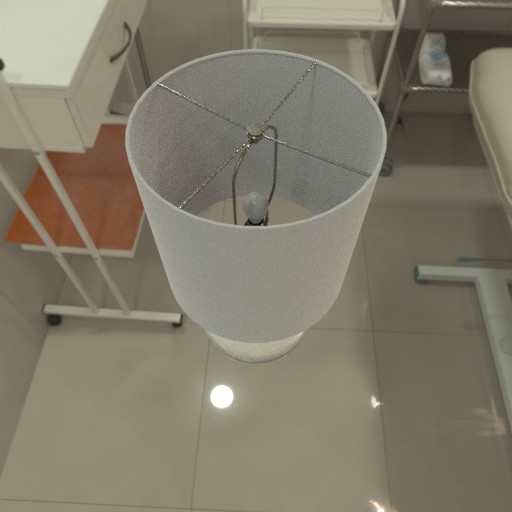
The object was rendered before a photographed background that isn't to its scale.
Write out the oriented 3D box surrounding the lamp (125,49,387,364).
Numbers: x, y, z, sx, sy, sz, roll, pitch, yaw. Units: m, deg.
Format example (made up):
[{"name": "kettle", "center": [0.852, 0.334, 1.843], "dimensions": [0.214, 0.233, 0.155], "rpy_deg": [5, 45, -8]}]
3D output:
[{"name": "lamp", "center": [0.000, 0.000, 0.540], "dimensions": [0.216, 0.404, 0.216], "rpy_deg": [2, 57, 1]}]
